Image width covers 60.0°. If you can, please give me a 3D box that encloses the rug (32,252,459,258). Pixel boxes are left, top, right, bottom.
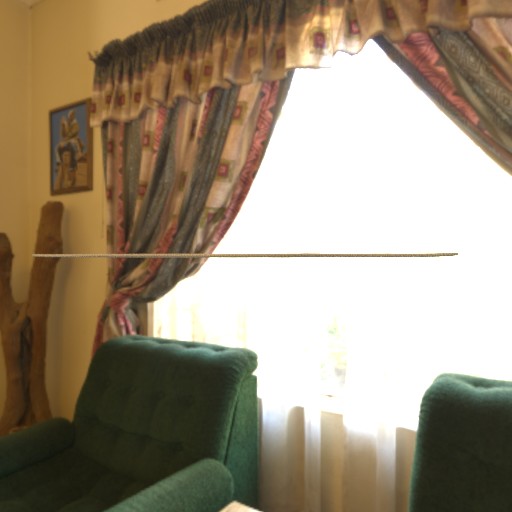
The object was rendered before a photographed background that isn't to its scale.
[{"bbox_3d":[0.000,0.000,3.156,2.459,0.023,1.575,0,0,17],"label":"rug"}]
